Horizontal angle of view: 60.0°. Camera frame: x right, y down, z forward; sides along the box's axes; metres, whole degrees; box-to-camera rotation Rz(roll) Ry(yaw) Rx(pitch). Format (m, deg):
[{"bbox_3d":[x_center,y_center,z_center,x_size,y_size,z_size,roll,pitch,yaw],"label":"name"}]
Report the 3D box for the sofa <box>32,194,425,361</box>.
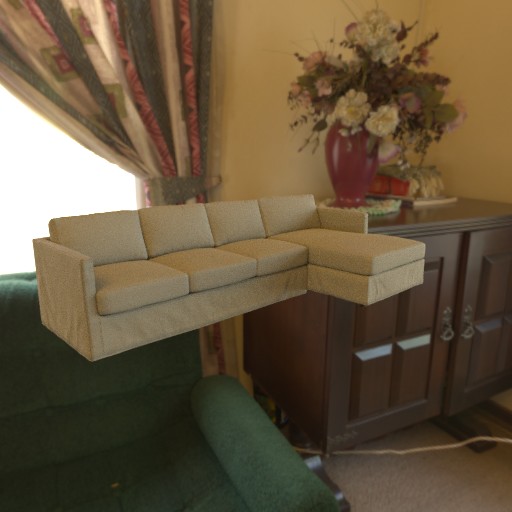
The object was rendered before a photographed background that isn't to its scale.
[{"bbox_3d":[0.000,0.000,3.908,3.177,0.867,1.622,-12,18,-42],"label":"sofa"}]
